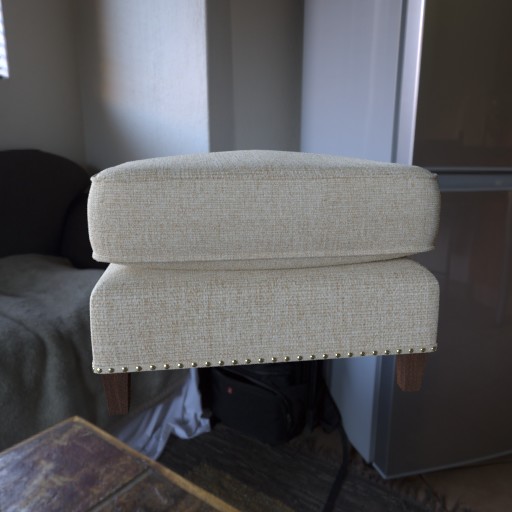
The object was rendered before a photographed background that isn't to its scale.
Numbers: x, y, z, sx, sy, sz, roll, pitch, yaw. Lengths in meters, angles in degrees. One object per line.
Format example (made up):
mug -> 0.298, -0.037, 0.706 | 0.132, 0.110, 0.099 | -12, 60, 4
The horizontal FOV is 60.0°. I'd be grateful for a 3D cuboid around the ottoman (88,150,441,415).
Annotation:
ottoman -> 0.000, 0.000, 1.152 | 0.738, 0.537, 0.589 | -2, 14, -8
